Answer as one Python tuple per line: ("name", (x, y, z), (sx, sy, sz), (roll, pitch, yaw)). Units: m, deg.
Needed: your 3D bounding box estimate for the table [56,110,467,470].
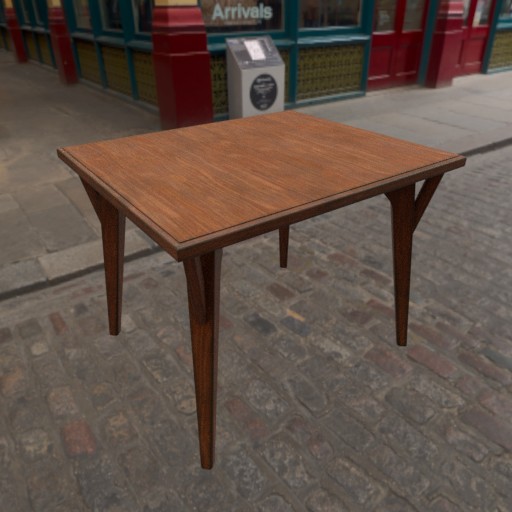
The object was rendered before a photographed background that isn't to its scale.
("table", (0.000, 0.000, 1.583), (0.991, 0.761, 0.838), (-20, 35, -31))
